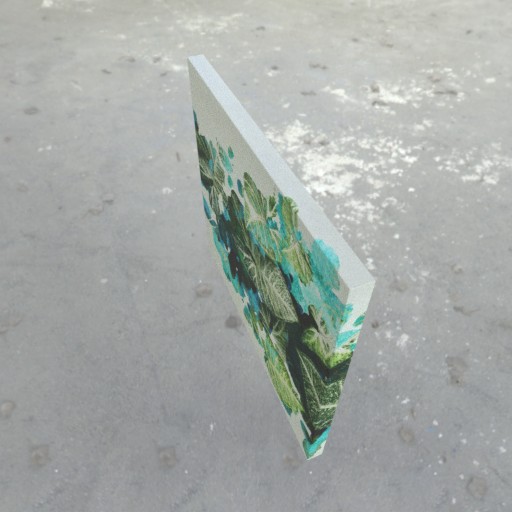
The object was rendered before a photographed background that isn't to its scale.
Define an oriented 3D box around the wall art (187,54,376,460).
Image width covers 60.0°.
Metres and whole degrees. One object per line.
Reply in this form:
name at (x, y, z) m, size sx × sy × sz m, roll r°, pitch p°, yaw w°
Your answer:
wall art at (0.000, 0.000, 0.991) m, size 0.043 × 0.610 × 0.711 m, roll -17°, pitch 49°, yaw -15°
